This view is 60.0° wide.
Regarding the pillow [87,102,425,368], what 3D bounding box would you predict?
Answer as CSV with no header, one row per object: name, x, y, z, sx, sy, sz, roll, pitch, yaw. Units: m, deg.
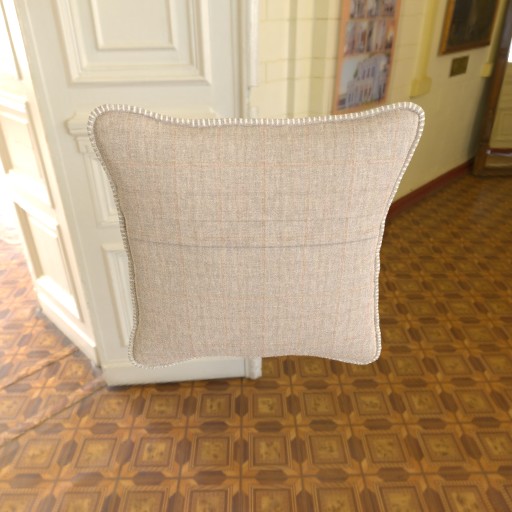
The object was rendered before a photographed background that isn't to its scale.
pillow,0.000,0.000,0.743,0.485,0.494,0.124,-1,30,-1
